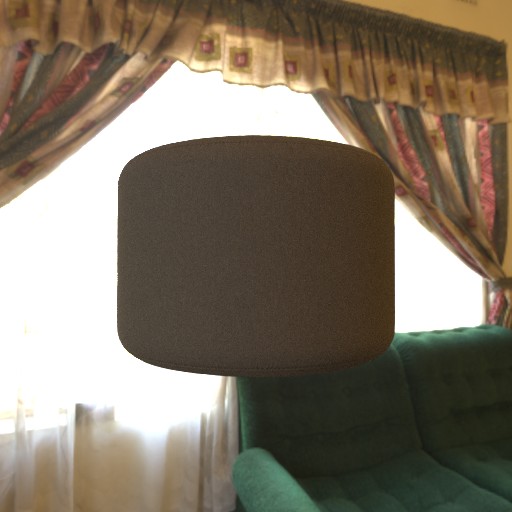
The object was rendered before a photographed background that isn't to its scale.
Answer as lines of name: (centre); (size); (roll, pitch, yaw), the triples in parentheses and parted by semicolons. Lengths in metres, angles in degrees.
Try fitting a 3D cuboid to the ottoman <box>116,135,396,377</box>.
ottoman: (0.000, 0.000, 1.013); (0.608, 0.433, 0.608); (0, -1, 0)
